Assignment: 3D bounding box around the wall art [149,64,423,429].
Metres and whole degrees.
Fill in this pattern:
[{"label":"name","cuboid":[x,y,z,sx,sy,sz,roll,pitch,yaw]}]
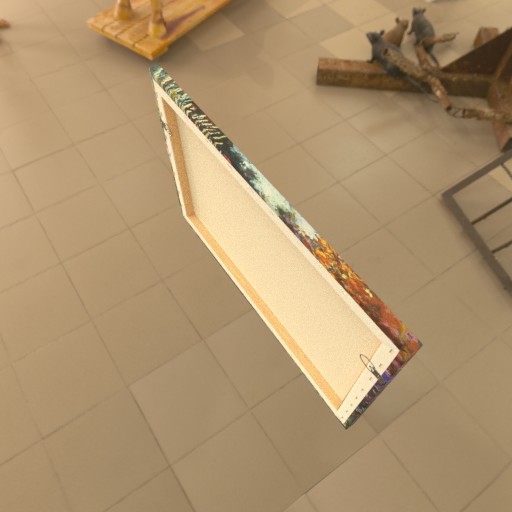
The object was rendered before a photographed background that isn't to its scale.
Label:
[{"label":"wall art","cuboid":[0.000,0.000,1.470,0.042,0.760,1.136,-31,63,-18]}]
